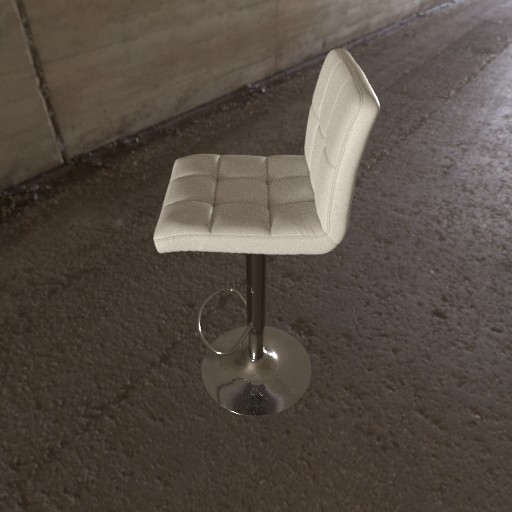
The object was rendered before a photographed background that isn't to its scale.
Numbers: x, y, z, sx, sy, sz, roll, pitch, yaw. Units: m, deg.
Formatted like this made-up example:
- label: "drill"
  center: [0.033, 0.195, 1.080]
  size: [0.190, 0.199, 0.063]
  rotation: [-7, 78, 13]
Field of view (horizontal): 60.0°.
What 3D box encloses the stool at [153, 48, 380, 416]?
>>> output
- label: "stool"
  center: [0.000, 0.000, 1.368]
  size: [0.505, 1.115, 0.430]
  rotation: [0, 39, 0]
